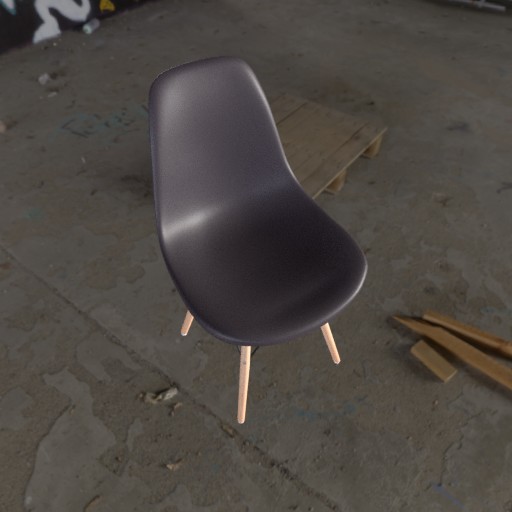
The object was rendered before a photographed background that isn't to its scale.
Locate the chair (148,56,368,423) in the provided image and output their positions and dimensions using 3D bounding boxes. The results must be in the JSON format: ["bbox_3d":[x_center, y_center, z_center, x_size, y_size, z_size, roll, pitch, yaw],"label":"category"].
[{"bbox_3d":[0.000,0.000,1.158,0.470,0.825,0.533,-25,51,-22],"label":"chair"}]
